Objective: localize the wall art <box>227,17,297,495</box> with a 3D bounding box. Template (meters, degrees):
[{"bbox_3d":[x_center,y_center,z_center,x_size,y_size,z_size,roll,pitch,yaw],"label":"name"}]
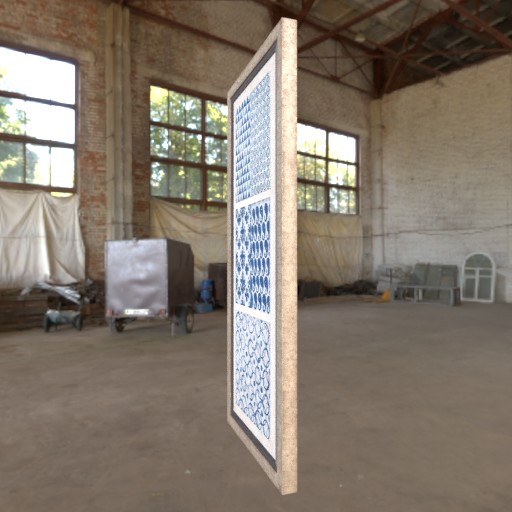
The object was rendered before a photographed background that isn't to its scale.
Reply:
[{"bbox_3d":[0.000,0.000,1.669,0.051,1.461,0.648,0,0,-19],"label":"wall art"}]
